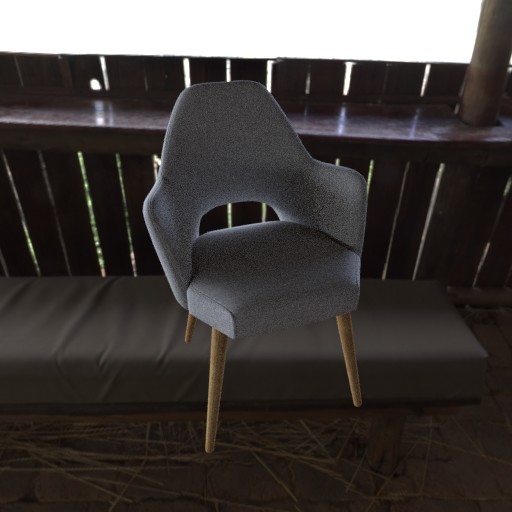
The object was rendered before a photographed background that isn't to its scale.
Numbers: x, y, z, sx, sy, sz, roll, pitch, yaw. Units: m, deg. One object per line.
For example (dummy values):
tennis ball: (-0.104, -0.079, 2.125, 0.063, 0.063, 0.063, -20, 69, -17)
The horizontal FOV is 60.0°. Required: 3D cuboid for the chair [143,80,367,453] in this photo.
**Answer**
chair: (0.000, 0.000, 1.265, 0.590, 0.840, 0.610, -11, 34, -16)
